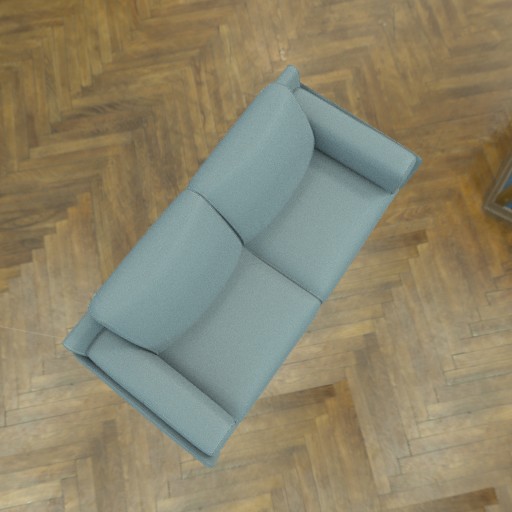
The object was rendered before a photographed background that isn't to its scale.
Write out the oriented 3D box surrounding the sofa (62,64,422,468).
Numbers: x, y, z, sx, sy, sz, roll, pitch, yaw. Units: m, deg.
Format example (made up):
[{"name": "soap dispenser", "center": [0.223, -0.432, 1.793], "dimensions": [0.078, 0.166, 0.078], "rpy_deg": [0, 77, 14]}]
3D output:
[{"name": "sofa", "center": [0.000, 0.000, 2.580], "dimensions": [0.969, 0.900, 2.100], "rpy_deg": [35, 78, 9]}]
